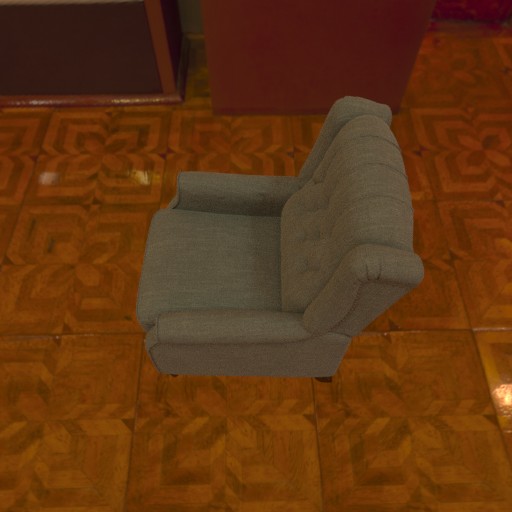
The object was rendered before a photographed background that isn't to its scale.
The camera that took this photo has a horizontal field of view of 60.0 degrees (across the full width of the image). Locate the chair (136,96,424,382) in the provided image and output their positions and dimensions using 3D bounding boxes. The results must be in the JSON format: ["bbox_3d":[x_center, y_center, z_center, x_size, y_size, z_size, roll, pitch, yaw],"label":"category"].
[{"bbox_3d":[0.000,0.000,1.693,0.898,1.035,0.742,1,58,1],"label":"chair"}]
